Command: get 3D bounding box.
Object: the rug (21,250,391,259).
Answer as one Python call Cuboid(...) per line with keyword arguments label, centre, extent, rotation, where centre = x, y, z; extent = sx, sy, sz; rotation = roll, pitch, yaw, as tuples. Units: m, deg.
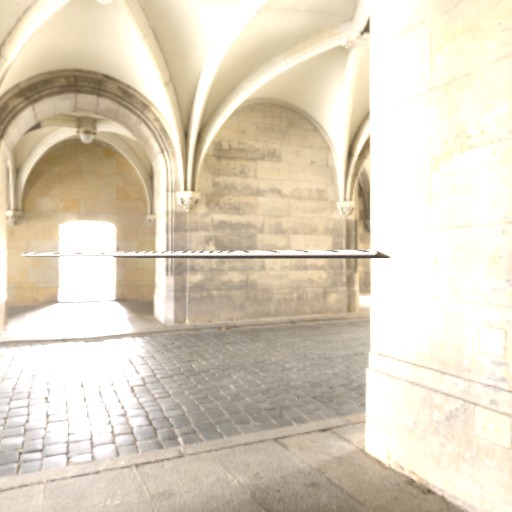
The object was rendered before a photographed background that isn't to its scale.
Cuboid(label="rug", centre=(0.000, 0.000, 3.215), extent=(1.829, 0.028, 2.449), rotation=(0, -1, 18))
